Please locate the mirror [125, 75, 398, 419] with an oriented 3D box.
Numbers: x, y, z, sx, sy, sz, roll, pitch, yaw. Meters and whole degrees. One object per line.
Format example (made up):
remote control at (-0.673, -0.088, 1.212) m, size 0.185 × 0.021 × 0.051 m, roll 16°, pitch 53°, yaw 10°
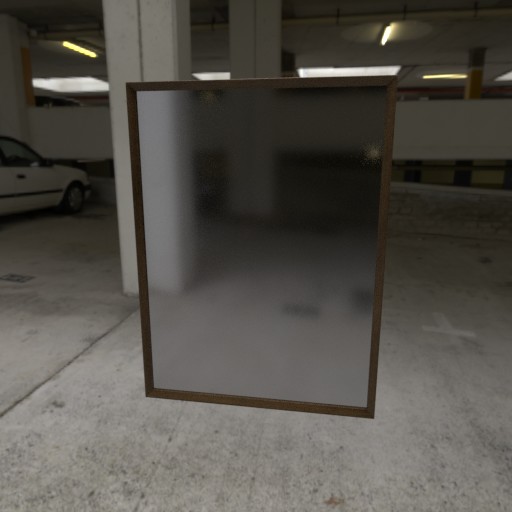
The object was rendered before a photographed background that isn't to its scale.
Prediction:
mirror at (0.000, 0.000, 1.360) m, size 0.762 × 1.016 × 0.041 m, roll 2°, pitch 13°, yaw 9°
